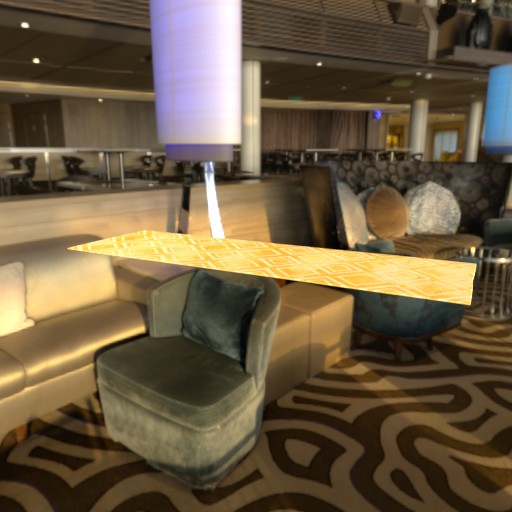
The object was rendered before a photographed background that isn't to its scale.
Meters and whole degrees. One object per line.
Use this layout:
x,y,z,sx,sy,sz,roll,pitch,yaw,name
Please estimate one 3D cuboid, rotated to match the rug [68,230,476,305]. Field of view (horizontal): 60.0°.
0.000,0.000,2.744,2.438,0.010,0.775,7,15,26,rug
